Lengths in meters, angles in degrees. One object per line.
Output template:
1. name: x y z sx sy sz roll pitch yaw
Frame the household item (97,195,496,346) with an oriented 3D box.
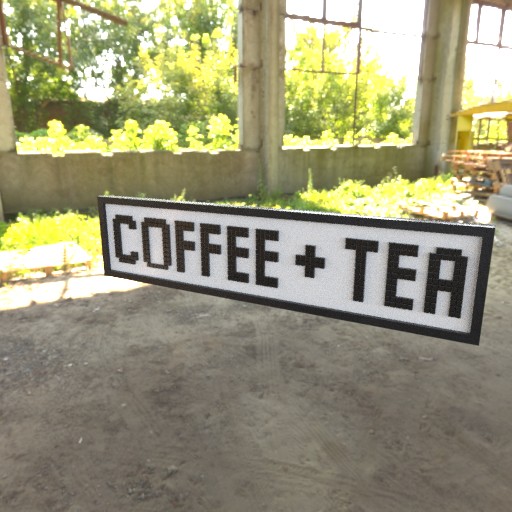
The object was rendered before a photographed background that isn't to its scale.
1. household item: 0.000 0.000 1.075 1.001 0.236 0.030 8 17 27
